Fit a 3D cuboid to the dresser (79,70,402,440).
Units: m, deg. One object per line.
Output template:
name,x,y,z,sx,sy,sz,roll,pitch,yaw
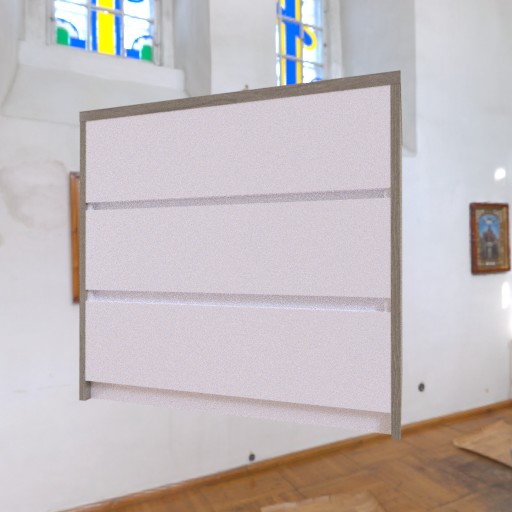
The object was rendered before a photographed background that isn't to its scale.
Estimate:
dresser,0.000,0.000,1.293,0.809,0.762,0.529,0,0,19
